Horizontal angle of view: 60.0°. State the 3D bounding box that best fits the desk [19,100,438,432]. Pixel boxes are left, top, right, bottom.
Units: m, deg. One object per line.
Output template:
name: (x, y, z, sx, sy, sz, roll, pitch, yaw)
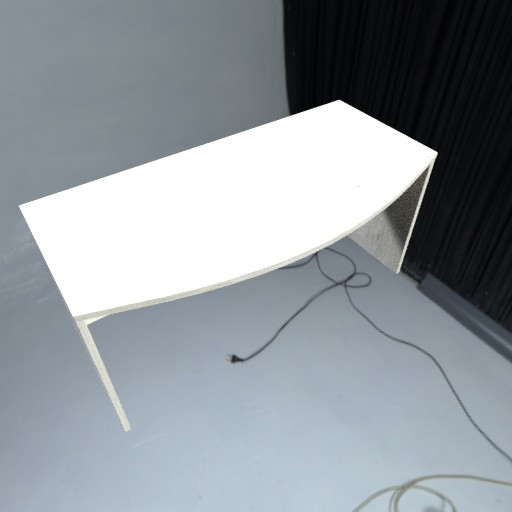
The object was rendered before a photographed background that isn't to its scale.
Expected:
desk: (0.000, 0.000, 2.005, 1.600, 0.752, 0.802, -25, 49, -24)
